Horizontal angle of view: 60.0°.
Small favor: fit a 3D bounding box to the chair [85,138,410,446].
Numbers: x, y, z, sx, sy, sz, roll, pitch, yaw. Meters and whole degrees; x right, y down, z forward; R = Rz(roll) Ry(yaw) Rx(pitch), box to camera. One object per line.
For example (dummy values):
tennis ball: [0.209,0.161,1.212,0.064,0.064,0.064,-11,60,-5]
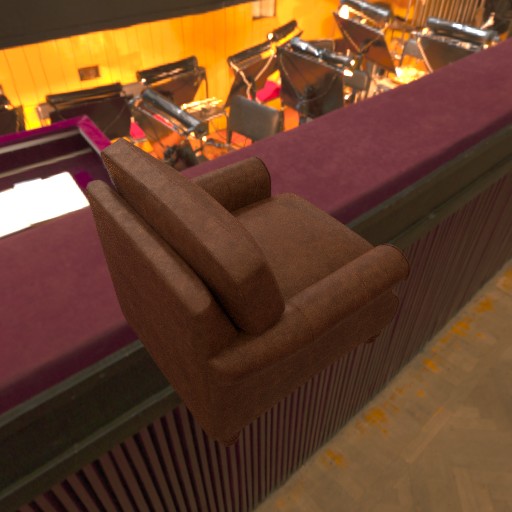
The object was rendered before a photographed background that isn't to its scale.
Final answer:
chair: [0.000,0.000,1.811,1.002,0.976,0.996,-27,48,-27]
